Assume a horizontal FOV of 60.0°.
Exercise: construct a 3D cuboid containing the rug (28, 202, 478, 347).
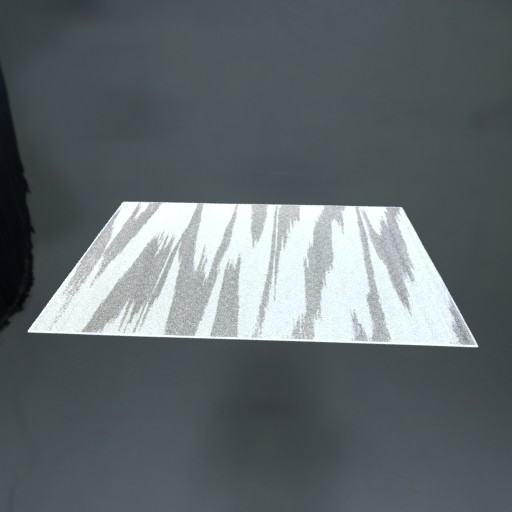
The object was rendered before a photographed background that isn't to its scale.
[{"bbox_3d":[0.000,0.000,2.749,2.142,0.010,1.533,1,31,2],"label":"rug"}]
